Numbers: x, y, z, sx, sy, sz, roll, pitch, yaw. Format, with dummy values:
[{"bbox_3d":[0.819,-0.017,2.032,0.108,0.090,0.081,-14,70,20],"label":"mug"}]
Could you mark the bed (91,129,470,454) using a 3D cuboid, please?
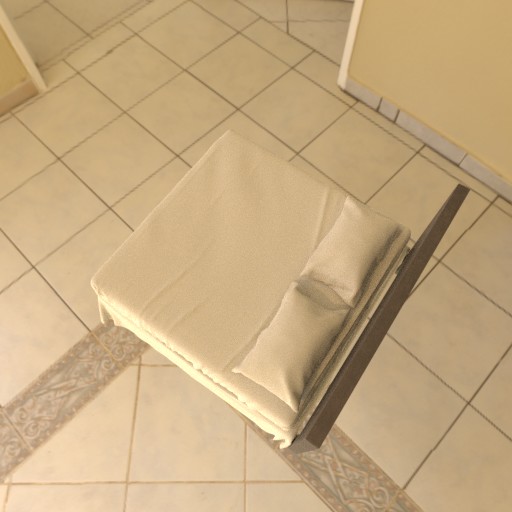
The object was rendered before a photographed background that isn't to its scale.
[{"bbox_3d":[0.000,0.000,2.902,1.785,1.142,1.772,32,69,14],"label":"bed"}]
